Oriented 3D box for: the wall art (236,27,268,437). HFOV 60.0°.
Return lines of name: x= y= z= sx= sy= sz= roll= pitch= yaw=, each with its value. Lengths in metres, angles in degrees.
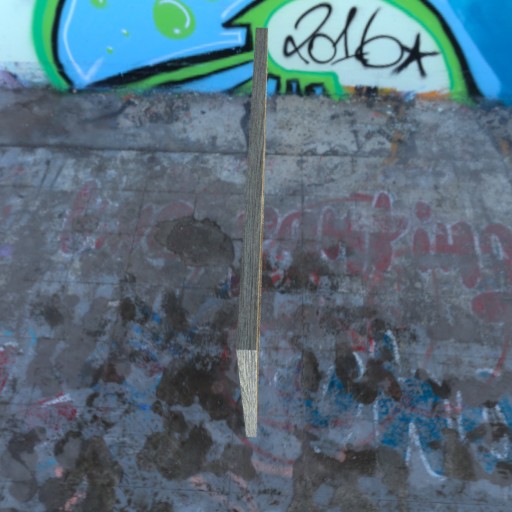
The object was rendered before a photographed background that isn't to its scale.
wall art: x=0.000 y=0.000 z=0.764 sx=0.019 sy=0.508 sz=0.508 roll=2 pitch=59 yaw=1
